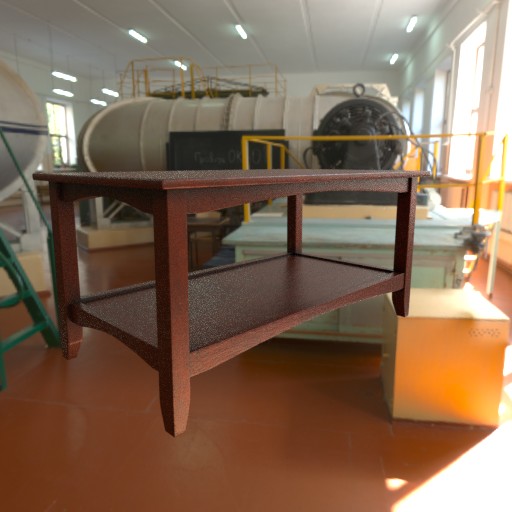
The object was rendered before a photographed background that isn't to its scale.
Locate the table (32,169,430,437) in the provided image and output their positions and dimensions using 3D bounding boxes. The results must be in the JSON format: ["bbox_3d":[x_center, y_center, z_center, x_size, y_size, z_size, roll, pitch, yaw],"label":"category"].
[{"bbox_3d":[0.000,0.000,1.221,0.533,0.456,0.943,12,17,43],"label":"table"}]
